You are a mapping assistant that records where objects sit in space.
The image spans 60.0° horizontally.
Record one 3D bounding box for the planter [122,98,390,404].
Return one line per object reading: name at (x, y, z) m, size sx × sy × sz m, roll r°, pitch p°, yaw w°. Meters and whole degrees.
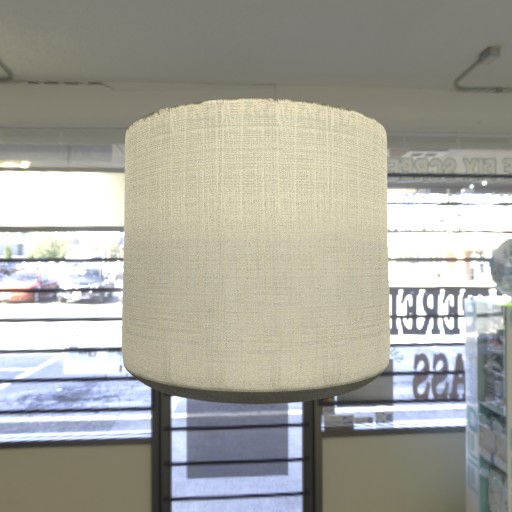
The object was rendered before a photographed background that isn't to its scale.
planter at (0.000, 0.000, 0.390) m, size 0.226 × 0.201 × 0.226 m, roll 0°, pitch -1°, yaw 0°
